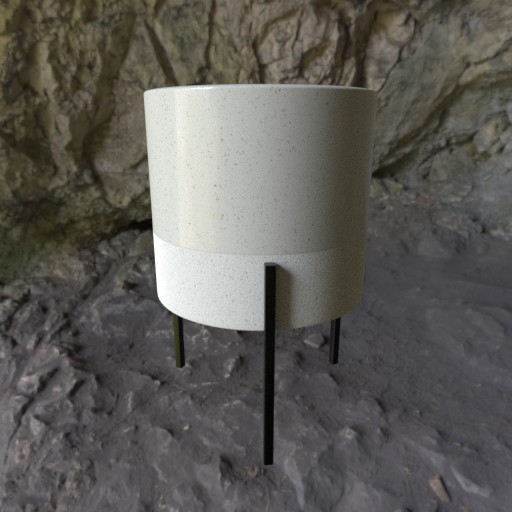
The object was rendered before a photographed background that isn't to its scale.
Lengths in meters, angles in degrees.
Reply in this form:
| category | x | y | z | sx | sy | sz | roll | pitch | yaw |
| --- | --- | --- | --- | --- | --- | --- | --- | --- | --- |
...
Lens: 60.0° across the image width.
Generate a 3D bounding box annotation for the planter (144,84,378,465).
| category | x | y | z | sx | sy | sz | roll | pitch | yaw |
| --- | --- | --- | --- | --- | --- | --- | --- | --- | --- |
| planter | 0.000 | 0.000 | 0.332 | 0.159 | 0.230 | 0.152 | 9 | 19 | 26 |
